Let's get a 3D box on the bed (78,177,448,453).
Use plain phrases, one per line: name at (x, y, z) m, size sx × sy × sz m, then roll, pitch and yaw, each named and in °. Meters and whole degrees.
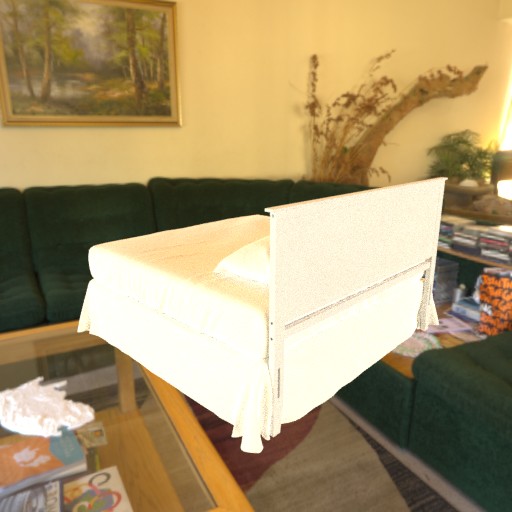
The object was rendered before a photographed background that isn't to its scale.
bed at (0.000, 0.000, 3.624) m, size 2.215 × 1.273 × 2.317 m, roll 15°, pitch 22°, yaw 43°
